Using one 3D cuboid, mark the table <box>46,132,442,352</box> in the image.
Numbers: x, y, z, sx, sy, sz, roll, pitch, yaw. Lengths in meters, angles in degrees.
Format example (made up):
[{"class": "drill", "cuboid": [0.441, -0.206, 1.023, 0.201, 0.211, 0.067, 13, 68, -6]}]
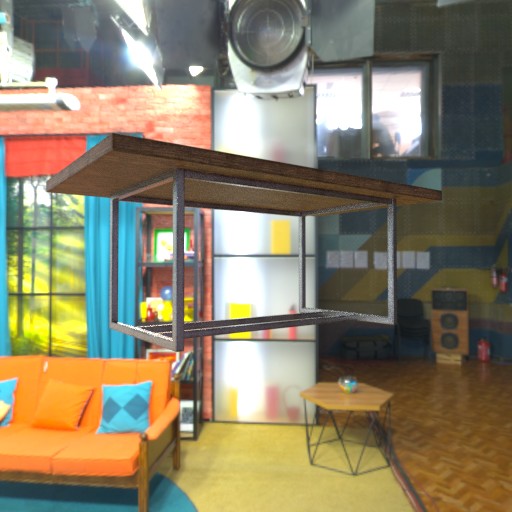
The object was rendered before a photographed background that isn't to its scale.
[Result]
[{"class": "table", "cuboid": [0.000, 0.000, 2.509, 1.989, 0.795, 1.078, 1, -2, -36]}]
